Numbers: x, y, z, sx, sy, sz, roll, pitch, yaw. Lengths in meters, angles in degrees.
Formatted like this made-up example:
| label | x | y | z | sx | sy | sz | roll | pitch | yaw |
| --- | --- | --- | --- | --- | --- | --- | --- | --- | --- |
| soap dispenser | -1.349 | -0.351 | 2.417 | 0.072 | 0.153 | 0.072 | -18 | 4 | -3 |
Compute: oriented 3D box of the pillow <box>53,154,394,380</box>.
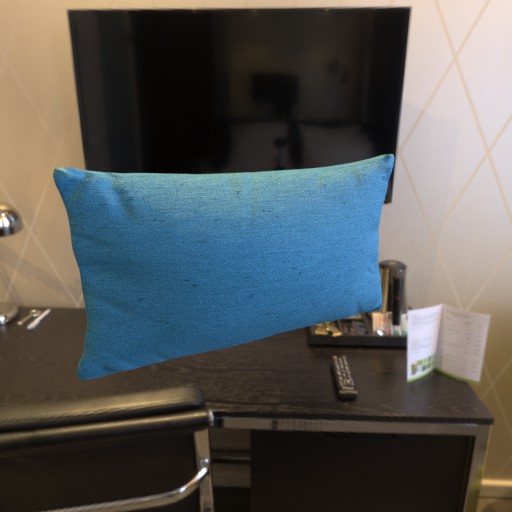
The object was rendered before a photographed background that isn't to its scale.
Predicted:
| label | x | y | z | sx | sy | sz | roll | pitch | yaw |
| --- | --- | --- | --- | --- | --- | --- | --- | --- | --- |
| pillow | 0.000 | 0.000 | 0.794 | 0.633 | 0.338 | 0.210 | -8 | 18 | -26 |
